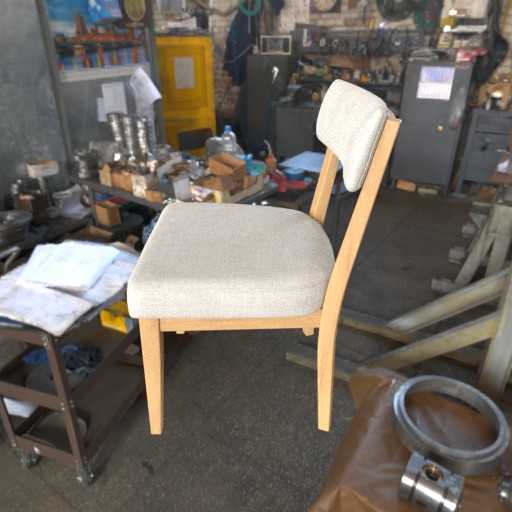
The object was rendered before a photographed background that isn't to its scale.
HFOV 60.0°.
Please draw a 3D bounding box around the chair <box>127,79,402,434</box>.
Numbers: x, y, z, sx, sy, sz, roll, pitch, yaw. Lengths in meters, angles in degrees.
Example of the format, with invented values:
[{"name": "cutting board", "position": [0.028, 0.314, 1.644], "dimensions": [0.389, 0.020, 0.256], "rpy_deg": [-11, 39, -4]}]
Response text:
[{"name": "chair", "position": [0.000, 0.000, 1.178], "dimensions": [0.572, 0.832, 0.508], "rpy_deg": [0, 27, 0]}]
